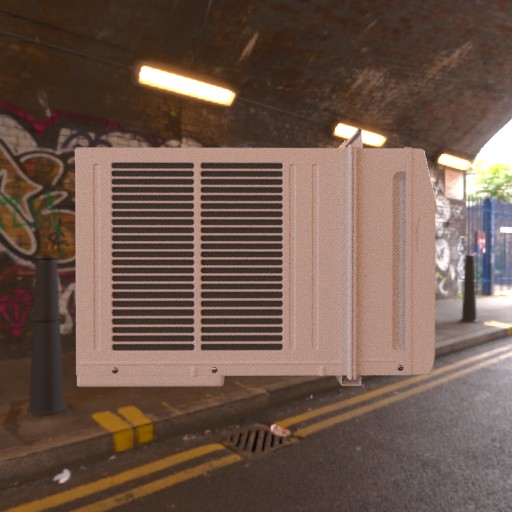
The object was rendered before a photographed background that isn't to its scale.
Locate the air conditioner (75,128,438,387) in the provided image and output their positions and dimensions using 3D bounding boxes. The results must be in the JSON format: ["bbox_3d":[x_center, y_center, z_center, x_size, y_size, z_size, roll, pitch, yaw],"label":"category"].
[{"bbox_3d":[0.000,0.000,0.902,0.546,0.388,0.503,0,1,-1],"label":"air conditioner"}]
